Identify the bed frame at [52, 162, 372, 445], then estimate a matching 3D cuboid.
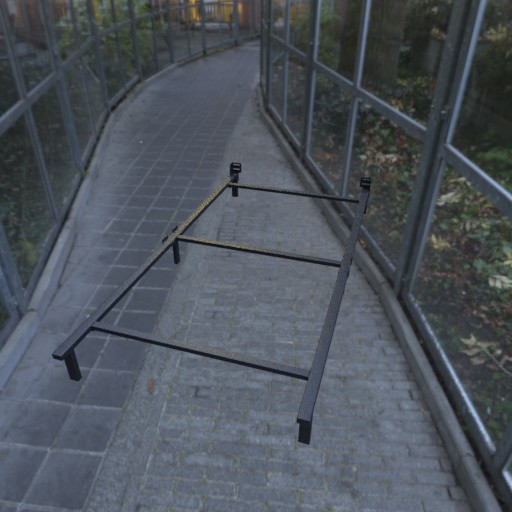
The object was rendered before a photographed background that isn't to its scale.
[{"bbox_3d":[0.000,0.000,2.282,0.968,0.248,1.897,10,33,15],"label":"bed frame"}]
